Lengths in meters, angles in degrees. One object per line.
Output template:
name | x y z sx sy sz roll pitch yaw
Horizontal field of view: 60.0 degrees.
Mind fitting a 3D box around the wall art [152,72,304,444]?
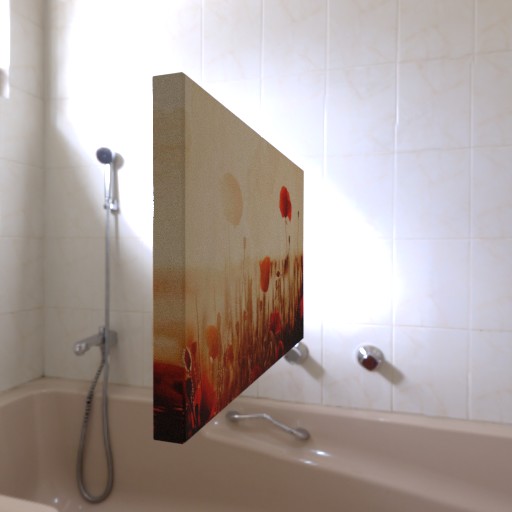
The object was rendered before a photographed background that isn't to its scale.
wall art | 0.000 0.000 0.774 0.040 0.402 0.613 0 1 18
